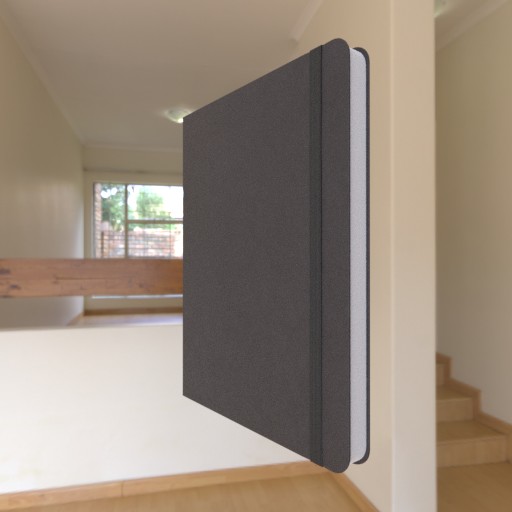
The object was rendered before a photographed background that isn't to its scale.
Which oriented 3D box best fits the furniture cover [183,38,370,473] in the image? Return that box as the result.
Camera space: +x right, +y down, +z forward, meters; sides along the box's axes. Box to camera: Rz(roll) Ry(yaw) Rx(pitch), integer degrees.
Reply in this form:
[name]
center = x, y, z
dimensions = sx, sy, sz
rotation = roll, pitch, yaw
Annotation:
[furniture cover]
center = 0.000, 0.000, 0.368
dimensions = 0.023, 0.281, 0.216
rotation = 0, 0, -38
